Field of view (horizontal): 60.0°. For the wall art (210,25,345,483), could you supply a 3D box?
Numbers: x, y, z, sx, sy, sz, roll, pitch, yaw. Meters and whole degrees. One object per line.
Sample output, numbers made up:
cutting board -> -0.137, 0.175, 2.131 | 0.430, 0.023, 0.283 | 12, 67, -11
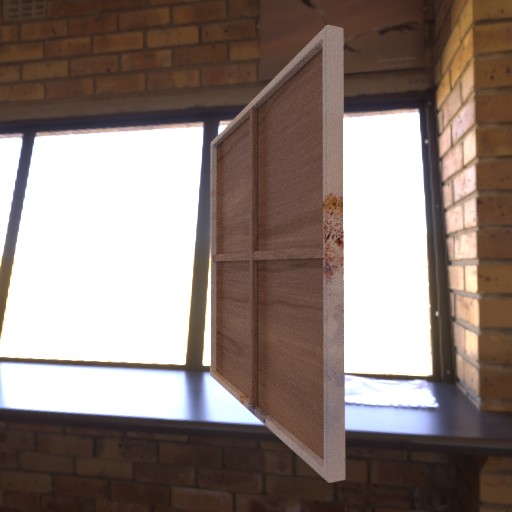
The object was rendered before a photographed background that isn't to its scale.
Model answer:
wall art -> 0.000, 0.000, 1.279 | 0.038, 0.889, 0.889 | 0, -1, -21
